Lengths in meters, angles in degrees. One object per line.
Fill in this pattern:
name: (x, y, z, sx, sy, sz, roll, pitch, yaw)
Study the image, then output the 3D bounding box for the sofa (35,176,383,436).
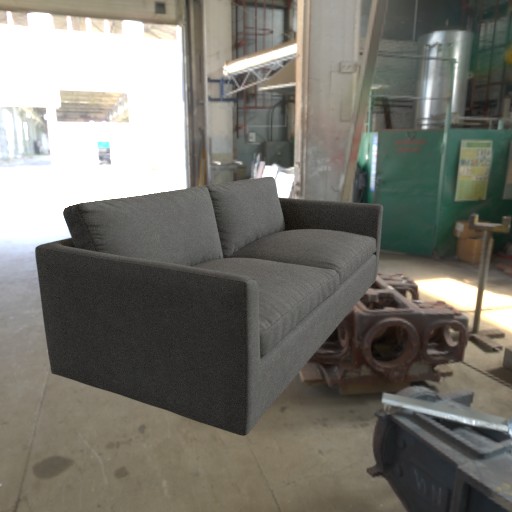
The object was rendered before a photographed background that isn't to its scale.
sofa: (0.000, 0.000, 2.740, 1.092, 0.838, 2.257, 7, 16, 26)
